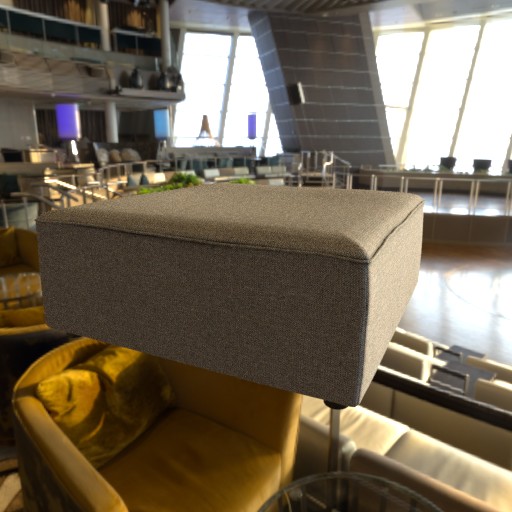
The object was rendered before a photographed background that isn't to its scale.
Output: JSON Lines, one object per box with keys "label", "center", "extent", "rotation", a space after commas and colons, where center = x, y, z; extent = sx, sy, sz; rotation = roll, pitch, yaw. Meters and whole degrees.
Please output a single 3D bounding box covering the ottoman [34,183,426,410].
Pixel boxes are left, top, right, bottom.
{"label": "ottoman", "center": [0.000, 0.000, 1.570], "extent": [1.023, 0.423, 1.017], "rotation": [7, 16, 26]}
